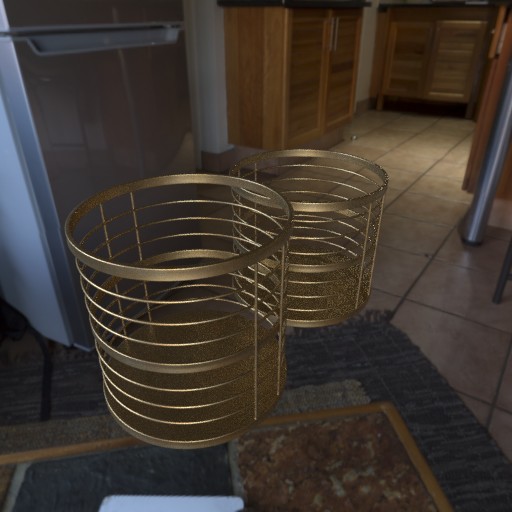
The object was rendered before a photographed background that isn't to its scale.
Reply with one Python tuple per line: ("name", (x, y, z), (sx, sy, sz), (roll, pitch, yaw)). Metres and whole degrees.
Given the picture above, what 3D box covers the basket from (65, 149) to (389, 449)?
("basket", (0.000, 0.000, 0.933), (0.356, 0.351, 0.746), (21, 36, 31))
